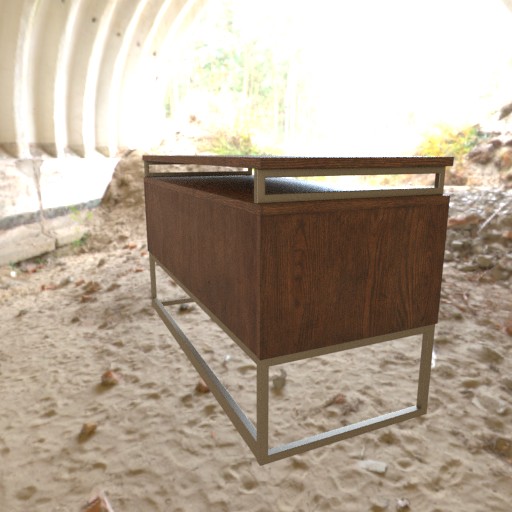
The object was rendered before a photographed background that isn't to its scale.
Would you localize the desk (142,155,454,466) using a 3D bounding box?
[{"bbox_3d":[0.000,0.000,1.798,0.610,0.792,1.384,-6,14,-24],"label":"desk"}]
